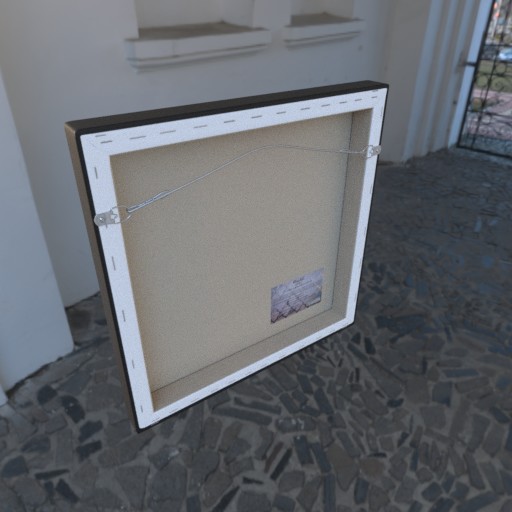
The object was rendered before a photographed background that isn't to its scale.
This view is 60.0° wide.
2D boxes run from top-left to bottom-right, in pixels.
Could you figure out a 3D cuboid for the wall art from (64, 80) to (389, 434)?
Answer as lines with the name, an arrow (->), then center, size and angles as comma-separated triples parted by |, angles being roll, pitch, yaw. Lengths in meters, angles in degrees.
wall art -> 0.000, 0.000, 0.599 | 0.406, 0.407, 0.041 | -19, 36, -29
